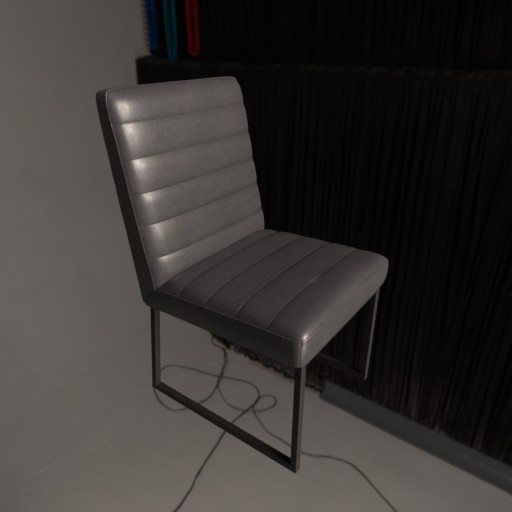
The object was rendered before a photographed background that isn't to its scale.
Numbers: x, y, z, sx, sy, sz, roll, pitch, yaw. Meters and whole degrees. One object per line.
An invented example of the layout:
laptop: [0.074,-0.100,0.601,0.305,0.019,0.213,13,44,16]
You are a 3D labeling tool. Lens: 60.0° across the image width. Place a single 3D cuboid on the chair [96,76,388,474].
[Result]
chair: [0.000,0.000,1.293,0.634,0.930,0.520,18,31,32]
